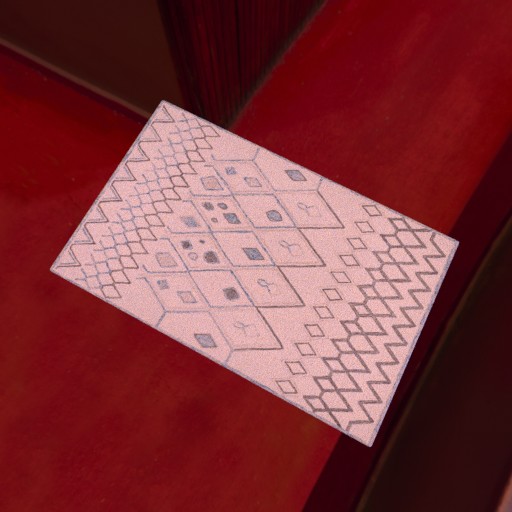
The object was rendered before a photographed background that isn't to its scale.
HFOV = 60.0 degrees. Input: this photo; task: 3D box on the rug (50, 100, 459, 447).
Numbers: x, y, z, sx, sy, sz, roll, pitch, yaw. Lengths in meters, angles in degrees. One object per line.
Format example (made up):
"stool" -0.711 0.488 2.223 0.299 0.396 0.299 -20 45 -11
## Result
"rug" 0.000 0.000 3.101 2.439 0.015 1.524 27 77 7
